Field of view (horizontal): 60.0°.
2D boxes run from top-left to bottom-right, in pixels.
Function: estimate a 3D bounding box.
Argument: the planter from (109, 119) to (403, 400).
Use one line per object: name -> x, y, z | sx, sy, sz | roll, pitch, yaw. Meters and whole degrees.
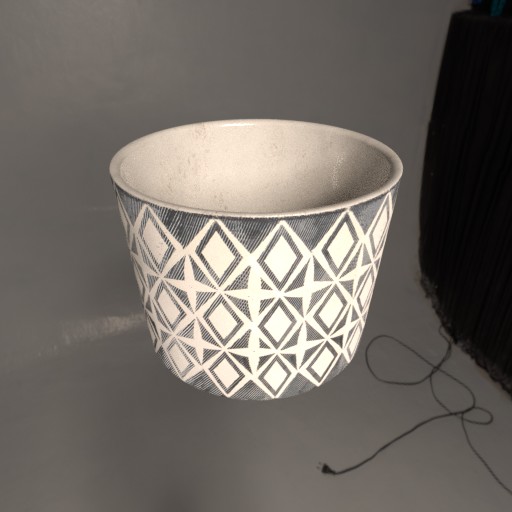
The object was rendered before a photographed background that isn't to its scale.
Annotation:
planter -> 0.000, 0.000, 0.464 | 0.260, 0.220, 0.260 | 0, 31, 0
